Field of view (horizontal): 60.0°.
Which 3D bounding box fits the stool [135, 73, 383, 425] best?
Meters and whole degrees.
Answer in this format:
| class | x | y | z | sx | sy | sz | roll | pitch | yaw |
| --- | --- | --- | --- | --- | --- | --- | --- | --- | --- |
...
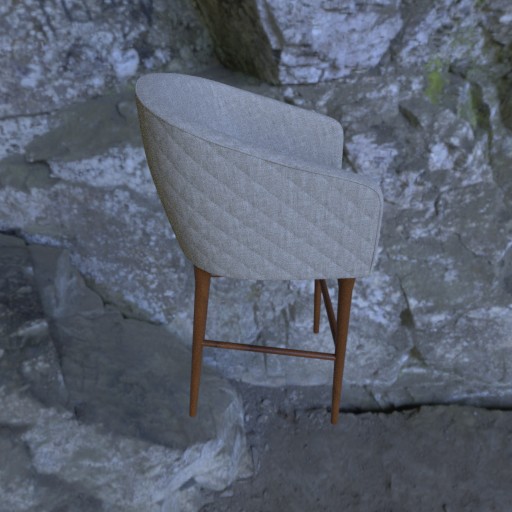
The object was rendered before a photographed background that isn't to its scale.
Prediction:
| class | x | y | z | sx | sy | sz | roll | pitch | yaw |
| --- | --- | --- | --- | --- | --- | --- | --- | --- | --- |
| stool | 0.000 | 0.000 | 1.422 | 0.607 | 1.078 | 0.559 | -1 | 33 | -1 |
